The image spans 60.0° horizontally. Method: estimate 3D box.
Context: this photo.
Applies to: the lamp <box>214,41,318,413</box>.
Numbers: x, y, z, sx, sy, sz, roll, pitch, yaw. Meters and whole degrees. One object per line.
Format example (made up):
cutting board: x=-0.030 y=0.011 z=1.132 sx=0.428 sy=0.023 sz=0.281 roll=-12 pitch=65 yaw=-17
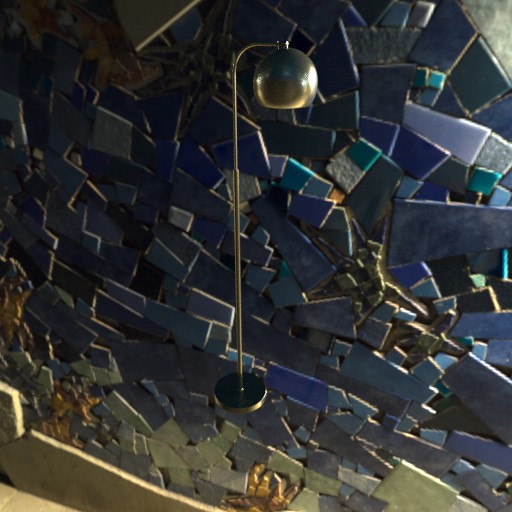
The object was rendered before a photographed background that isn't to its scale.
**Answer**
lamp: x=0.000 y=0.000 z=1.753 sx=0.431 sy=1.526 sz=0.250 roll=16 pitch=30 yaw=30
